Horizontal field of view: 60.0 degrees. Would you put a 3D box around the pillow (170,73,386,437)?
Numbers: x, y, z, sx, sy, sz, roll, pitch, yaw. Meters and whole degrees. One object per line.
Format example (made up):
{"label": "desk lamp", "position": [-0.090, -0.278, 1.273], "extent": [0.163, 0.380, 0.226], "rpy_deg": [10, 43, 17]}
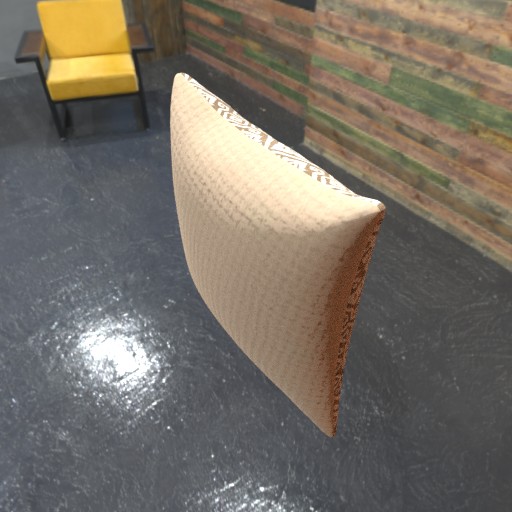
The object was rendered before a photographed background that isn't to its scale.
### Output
{"label": "pillow", "position": [0.000, 0.000, 0.649], "extent": [0.173, 0.407, 0.419], "rpy_deg": [-23, 46, -24]}
